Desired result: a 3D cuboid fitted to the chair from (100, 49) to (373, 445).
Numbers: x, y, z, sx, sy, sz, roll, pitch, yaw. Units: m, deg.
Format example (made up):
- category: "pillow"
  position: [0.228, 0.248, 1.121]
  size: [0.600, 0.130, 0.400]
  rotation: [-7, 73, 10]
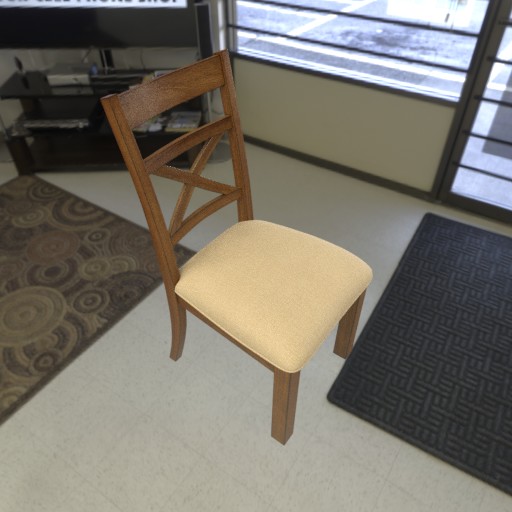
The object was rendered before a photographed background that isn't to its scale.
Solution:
- category: "chair"
  position: [0.000, 0.000, 1.287]
  size: [0.581, 0.949, 0.461]
  rotation: [27, 48, 26]
